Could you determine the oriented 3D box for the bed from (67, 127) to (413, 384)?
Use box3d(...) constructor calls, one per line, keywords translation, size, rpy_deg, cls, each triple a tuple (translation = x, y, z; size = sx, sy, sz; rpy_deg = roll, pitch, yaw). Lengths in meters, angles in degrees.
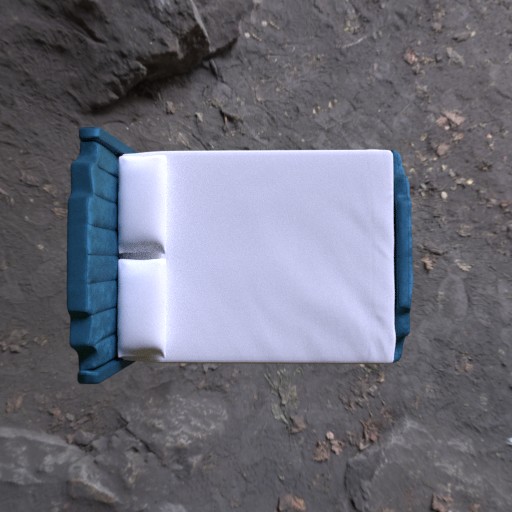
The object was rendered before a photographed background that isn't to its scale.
box3d(translation=(0.000, 0.000, 3.335), size=(2.322, 1.338, 1.678), rpy_deg=(0, 89, 1), cls="bed")
